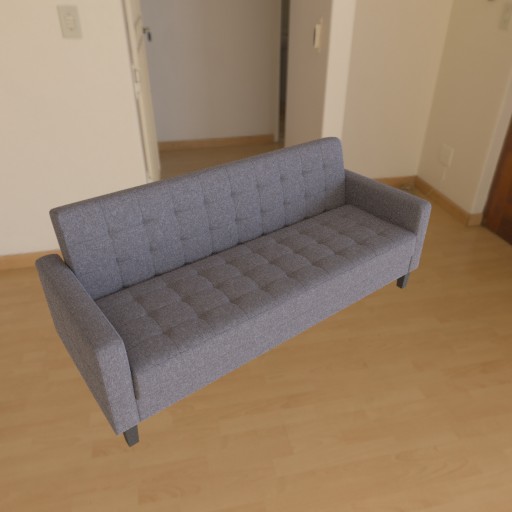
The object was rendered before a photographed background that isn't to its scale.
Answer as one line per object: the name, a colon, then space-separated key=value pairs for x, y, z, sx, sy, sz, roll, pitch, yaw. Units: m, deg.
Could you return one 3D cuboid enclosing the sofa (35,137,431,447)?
sofa: x=0.000 y=0.000 z=2.418 sx=2.040 sy=0.850 sz=0.810 roll=-22 pitch=38 yaw=-31
